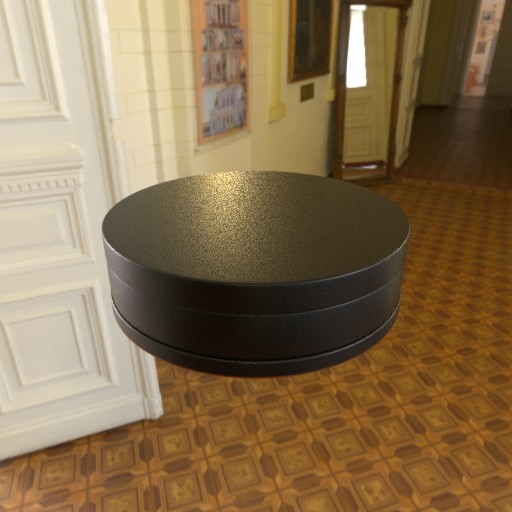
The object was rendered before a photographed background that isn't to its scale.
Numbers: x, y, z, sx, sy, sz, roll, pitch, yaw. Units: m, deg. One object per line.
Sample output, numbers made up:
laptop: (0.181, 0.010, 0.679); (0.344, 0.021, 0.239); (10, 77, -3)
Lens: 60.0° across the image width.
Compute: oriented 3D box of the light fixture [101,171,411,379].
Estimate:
light fixture: (0.000, 0.000, 0.441); (0.283, 0.097, 0.283); (0, 26, 0)
